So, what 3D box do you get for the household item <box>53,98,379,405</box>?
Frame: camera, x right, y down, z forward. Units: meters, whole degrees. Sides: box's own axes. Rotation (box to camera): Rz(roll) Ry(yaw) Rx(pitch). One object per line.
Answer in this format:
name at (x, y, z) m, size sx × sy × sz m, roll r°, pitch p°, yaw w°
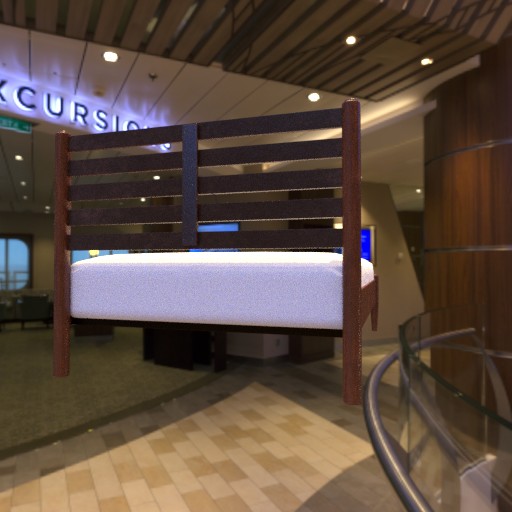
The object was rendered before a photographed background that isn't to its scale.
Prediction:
household item at (0.000, 0.000, 3.252) m, size 1.663 × 1.356 × 2.232 m, roll 0°, pitch -1°, yaw 18°
